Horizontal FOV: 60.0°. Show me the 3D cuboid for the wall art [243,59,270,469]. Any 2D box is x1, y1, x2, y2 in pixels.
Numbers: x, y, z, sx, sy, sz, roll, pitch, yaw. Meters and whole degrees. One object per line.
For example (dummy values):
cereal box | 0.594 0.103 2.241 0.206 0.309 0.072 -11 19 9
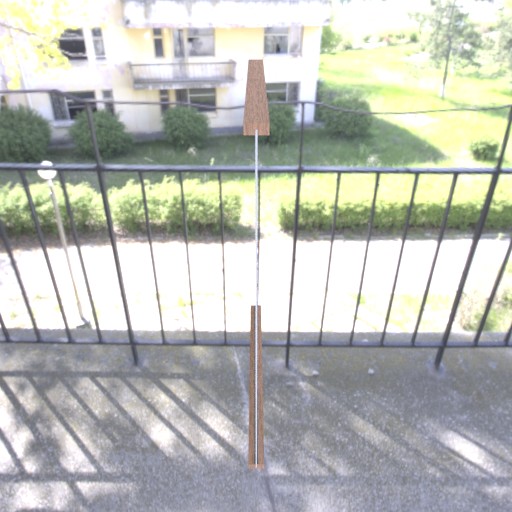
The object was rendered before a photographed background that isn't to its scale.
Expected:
wall art | 0.000 0.000 0.821 0.028 0.609 0.456 0 32 0
